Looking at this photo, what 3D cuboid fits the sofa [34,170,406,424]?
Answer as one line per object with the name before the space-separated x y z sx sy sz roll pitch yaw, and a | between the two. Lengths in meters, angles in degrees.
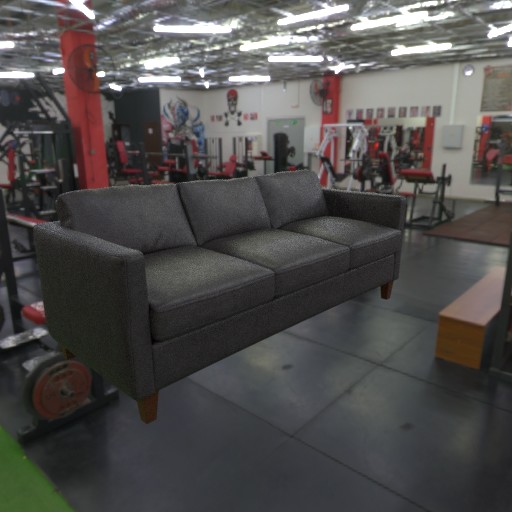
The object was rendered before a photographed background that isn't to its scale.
sofa | 0.000 0.000 2.992 1.045 1.006 2.464 15 21 42
